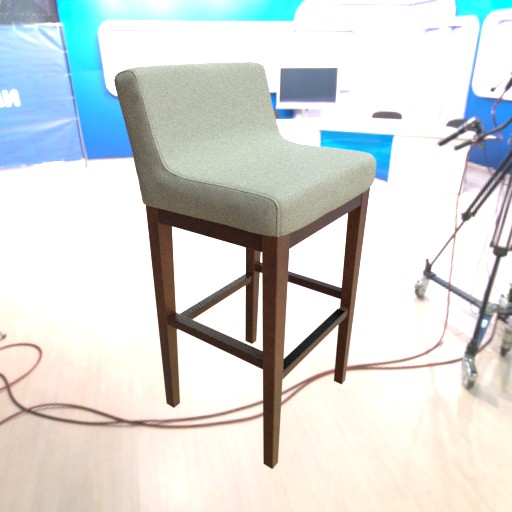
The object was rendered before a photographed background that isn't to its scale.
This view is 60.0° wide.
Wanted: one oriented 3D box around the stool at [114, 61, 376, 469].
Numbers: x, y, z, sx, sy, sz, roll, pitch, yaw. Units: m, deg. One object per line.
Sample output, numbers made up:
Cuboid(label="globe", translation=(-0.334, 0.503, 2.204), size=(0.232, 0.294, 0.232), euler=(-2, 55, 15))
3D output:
Cuboid(label="stool", translation=(0.000, 0.000, 1.309), size=(0.500, 1.037, 0.511), euler=(18, 31, 32))
